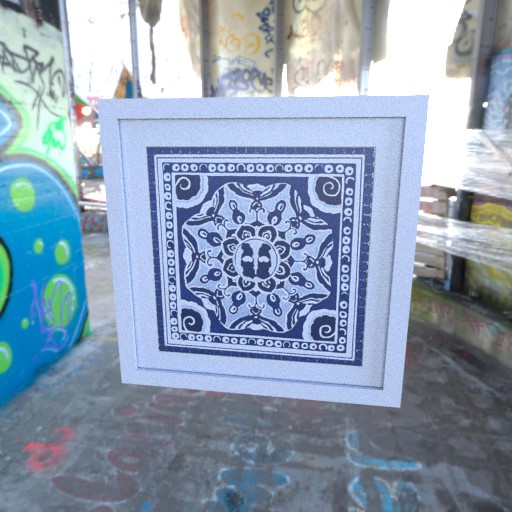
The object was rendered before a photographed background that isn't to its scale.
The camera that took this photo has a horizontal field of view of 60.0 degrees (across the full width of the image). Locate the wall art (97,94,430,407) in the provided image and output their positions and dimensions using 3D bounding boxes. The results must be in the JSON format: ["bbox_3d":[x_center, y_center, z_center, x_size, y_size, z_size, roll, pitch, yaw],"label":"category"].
[{"bbox_3d":[0.000,0.000,0.526,0.355,0.355,0.027,2,15,9],"label":"wall art"}]
